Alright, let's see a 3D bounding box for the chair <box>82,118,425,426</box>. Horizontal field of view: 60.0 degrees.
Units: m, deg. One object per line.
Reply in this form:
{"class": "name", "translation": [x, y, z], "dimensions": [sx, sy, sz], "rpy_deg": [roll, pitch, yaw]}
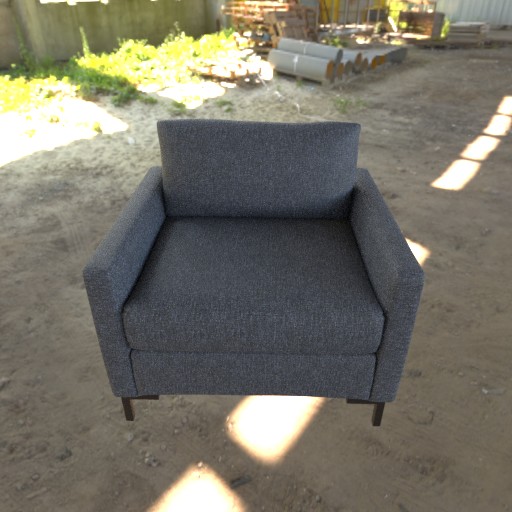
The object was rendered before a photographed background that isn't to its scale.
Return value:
{"class": "chair", "translation": [0.000, 0.000, 1.640], "dimensions": [0.963, 0.861, 0.866], "rpy_deg": [1, 31, 1]}
